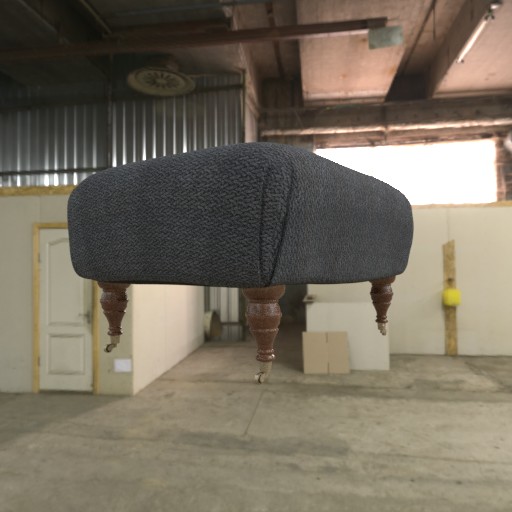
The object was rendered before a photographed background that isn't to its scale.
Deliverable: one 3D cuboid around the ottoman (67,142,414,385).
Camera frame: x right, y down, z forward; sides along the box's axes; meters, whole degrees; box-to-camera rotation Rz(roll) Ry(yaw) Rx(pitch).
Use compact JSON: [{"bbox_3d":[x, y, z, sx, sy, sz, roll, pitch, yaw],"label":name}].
[{"bbox_3d":[0.000,0.000,1.145,0.622,0.450,0.747,0,0,36],"label":"ottoman"}]
